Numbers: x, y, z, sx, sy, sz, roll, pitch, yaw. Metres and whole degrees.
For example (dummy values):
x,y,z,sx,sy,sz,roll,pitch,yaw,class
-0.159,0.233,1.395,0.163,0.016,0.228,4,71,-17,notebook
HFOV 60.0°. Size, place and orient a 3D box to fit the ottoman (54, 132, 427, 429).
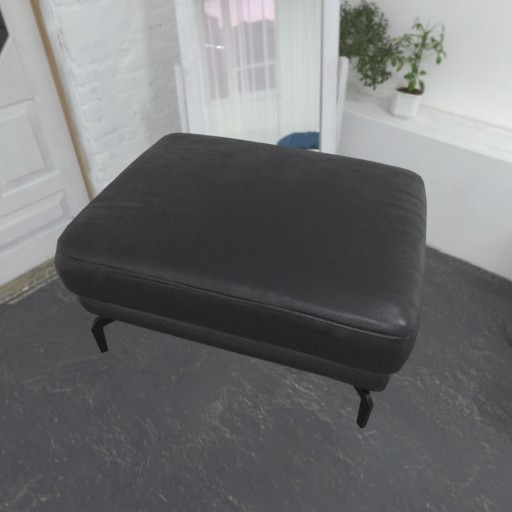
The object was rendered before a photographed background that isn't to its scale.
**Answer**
x,y,z,sx,sy,sz,roll,pitch,yaw,class
0.000,0.000,1.116,0.764,0.402,0.570,12,43,13,ottoman
